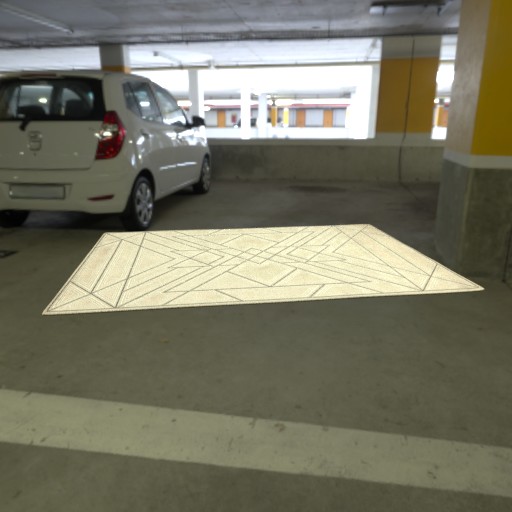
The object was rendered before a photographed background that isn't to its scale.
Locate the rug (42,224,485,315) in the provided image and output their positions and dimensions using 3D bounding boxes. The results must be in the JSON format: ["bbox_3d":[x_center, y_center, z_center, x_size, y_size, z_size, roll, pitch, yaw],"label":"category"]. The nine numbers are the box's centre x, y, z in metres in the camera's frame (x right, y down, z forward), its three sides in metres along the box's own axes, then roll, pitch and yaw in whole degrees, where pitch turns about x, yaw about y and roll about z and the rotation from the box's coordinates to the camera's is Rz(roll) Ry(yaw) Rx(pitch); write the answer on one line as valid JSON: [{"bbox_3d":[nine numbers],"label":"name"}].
[{"bbox_3d":[0.000,0.000,4.474,3.381,0.026,2.436,-2,17,-8],"label":"rug"}]
